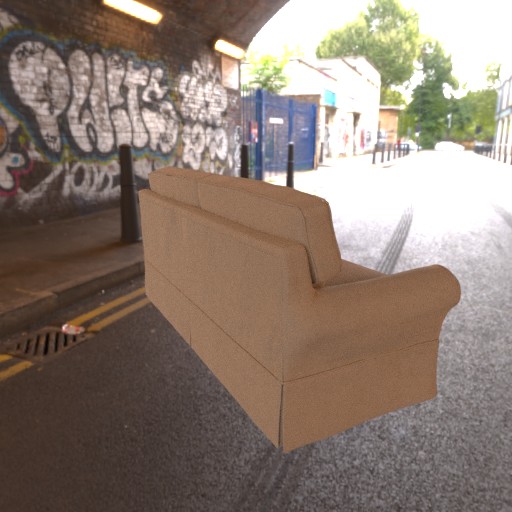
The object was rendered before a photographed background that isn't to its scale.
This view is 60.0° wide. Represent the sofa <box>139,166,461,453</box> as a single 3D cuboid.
[{"bbox_3d":[0.000,0.000,2.702,0.900,1.014,2.246,-8,16,-27],"label":"sofa"}]
